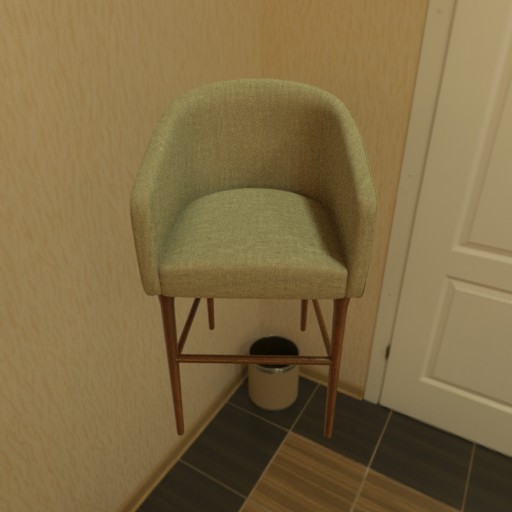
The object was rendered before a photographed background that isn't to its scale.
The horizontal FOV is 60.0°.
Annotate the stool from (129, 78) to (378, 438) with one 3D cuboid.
[{"bbox_3d":[0.000,0.000,1.377,0.559,0.952,0.635,1,29,1],"label":"stool"}]
